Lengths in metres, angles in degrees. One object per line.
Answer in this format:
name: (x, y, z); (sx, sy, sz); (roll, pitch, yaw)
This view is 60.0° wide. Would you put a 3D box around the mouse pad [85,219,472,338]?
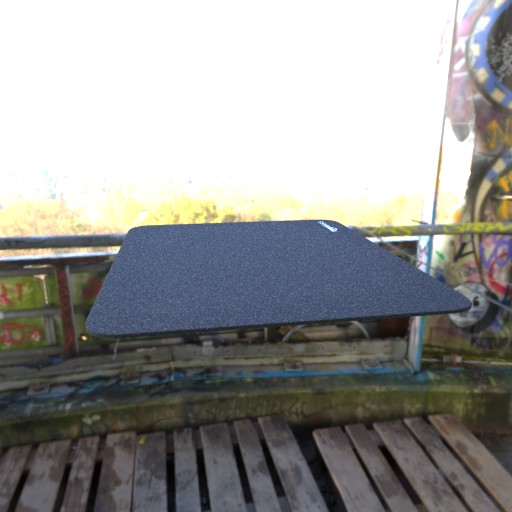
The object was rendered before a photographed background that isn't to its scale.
mouse pad: (0.000, 0.000, 0.341); (0.211, 0.002, 0.249); (-3, 16, -9)
